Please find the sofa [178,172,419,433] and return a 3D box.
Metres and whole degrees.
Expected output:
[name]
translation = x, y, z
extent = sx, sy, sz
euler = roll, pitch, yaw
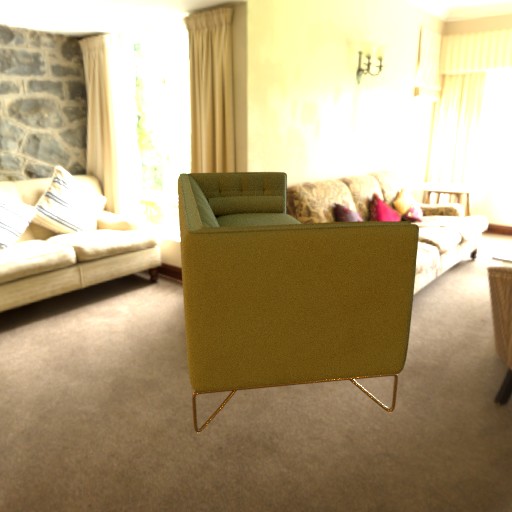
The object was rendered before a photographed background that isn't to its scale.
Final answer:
[sofa]
translation = 0.000, 0.000, 2.598
extent = 0.867, 0.789, 2.087
euler = -3, 16, -10
